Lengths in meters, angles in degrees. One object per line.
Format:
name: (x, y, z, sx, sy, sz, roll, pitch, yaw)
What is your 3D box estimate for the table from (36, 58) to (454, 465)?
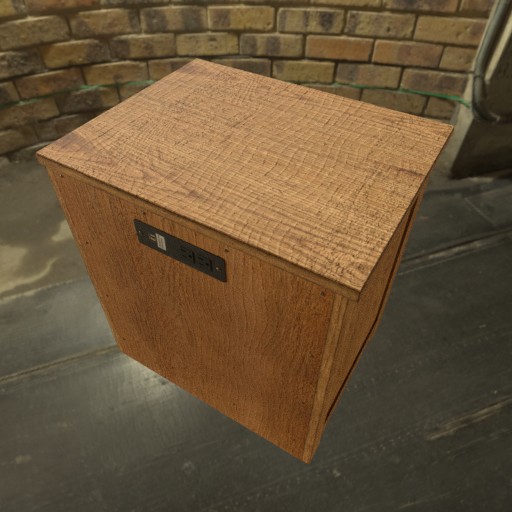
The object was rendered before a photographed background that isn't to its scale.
table: (0.000, 0.000, 1.029, 0.601, 0.625, 0.494, 24, 50, 21)
